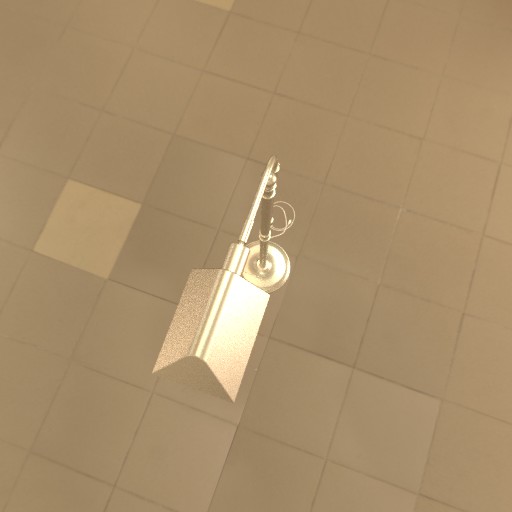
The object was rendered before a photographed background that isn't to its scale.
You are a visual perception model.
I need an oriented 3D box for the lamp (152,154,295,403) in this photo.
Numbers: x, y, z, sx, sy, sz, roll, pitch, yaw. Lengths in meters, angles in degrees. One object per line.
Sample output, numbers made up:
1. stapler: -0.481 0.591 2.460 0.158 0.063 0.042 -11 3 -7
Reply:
1. lamp: 0.000 0.000 0.939 0.159 0.708 0.546 19 76 5
